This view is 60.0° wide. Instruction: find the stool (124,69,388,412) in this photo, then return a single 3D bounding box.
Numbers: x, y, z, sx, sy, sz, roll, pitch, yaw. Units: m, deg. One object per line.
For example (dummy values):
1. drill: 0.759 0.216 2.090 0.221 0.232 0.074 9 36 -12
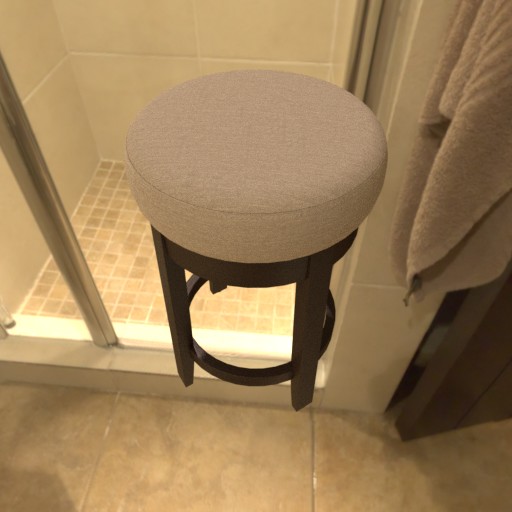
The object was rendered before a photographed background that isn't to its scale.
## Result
1. stool: 0.000 0.000 0.957 0.443 0.672 0.443 0 47 0
